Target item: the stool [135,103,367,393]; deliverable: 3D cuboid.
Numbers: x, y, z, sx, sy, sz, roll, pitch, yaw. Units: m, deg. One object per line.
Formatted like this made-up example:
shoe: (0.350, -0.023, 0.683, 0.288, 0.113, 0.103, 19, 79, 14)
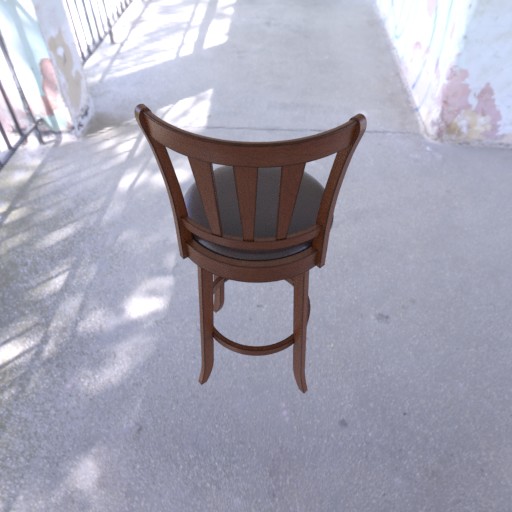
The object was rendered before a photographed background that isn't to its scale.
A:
stool: (0.000, 0.000, 1.410, 0.464, 1.177, 0.503, 4, 47, 3)
